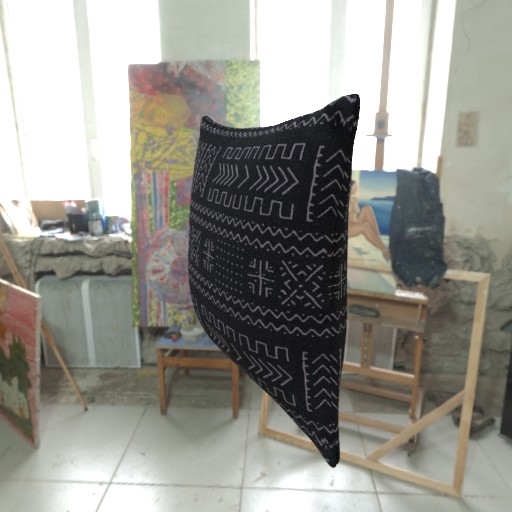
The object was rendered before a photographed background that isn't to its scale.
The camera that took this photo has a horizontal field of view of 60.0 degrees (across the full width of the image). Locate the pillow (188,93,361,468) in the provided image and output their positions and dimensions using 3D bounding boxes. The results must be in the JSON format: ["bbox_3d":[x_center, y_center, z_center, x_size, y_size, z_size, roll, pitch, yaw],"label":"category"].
[{"bbox_3d":[0.000,0.000,0.669,0.164,0.430,0.438,-7,17,-26],"label":"pillow"}]
